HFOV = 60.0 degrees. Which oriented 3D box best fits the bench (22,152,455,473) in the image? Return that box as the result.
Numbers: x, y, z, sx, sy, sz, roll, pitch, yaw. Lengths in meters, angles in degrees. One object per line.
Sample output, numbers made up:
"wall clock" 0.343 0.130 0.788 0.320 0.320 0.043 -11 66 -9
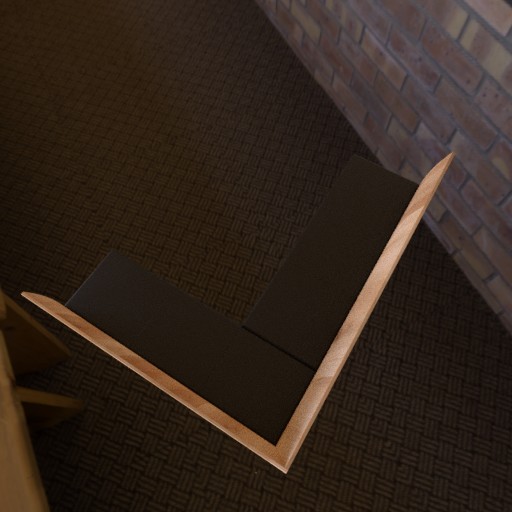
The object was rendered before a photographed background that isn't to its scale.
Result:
"bench" 0.000 0.000 2.771 1.495 0.930 1.945 29 67 13
